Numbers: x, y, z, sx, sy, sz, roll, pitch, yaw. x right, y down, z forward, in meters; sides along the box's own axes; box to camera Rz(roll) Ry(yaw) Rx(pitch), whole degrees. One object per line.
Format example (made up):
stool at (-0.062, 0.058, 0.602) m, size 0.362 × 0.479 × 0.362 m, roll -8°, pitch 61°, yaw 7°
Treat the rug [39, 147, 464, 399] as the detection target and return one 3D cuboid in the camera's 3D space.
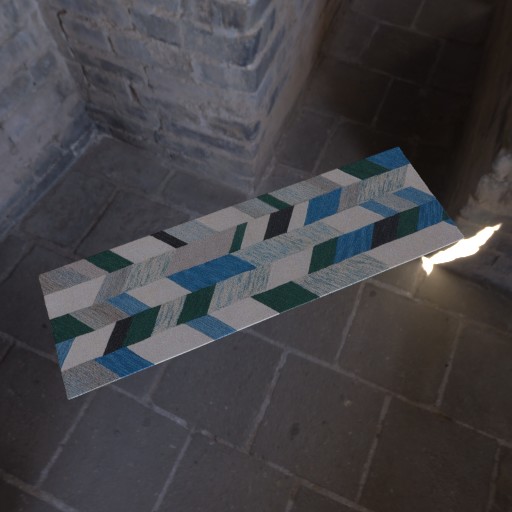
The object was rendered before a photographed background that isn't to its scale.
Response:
rug at (0.000, 0.000, 2.645) m, size 2.437 × 0.008 × 0.774 m, roll -21°, pitch 65°, yaw -10°
